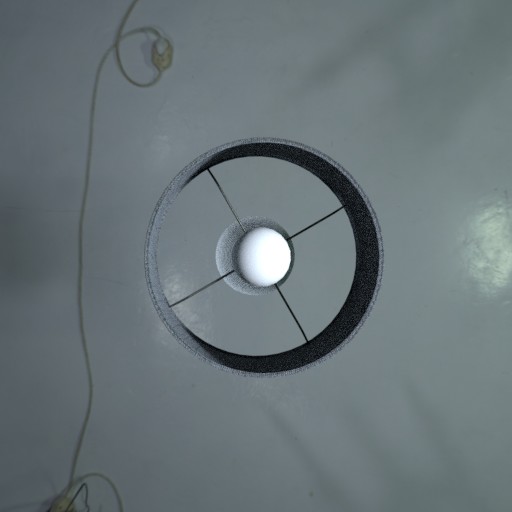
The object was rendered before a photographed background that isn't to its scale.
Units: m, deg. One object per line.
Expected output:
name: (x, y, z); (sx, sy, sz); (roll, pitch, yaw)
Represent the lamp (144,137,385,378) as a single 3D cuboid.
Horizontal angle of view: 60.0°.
lamp: (0.000, 0.000, 0.577); (0.251, 0.429, 0.251); (0, 90, -2)
